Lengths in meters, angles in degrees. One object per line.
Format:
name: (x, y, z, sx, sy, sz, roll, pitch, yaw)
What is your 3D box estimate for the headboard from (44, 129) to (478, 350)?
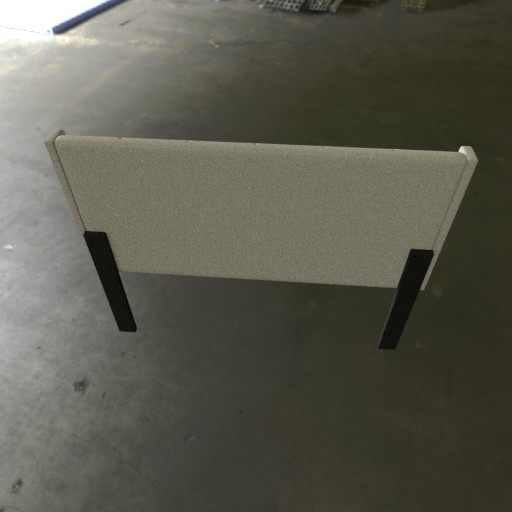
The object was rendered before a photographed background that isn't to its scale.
headboard: (0.000, 0.000, 2.662, 2.051, 1.524, 0.184, 3, 46, 3)
